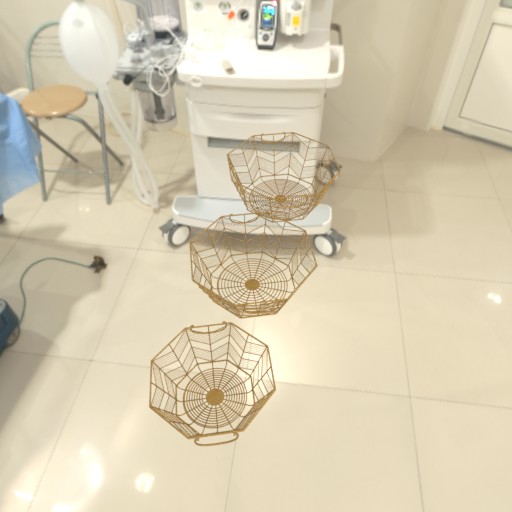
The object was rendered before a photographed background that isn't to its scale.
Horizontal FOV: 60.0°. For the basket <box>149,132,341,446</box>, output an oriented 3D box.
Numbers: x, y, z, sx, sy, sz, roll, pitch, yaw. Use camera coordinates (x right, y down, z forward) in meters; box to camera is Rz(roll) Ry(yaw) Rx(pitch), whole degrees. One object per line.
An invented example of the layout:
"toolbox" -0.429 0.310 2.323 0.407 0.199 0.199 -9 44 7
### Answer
"basket" 0.000 0.000 1.444 0.432 0.178 1.245 10 48 10
